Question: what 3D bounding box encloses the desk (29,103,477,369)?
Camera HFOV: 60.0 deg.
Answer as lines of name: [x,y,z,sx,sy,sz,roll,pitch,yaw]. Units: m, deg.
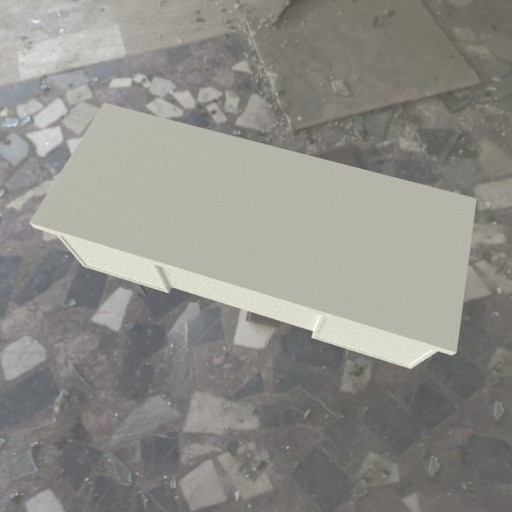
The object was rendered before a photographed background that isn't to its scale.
desk: [0.000,0.000,1.969,1.530,0.773,0.603,16,66,8]
